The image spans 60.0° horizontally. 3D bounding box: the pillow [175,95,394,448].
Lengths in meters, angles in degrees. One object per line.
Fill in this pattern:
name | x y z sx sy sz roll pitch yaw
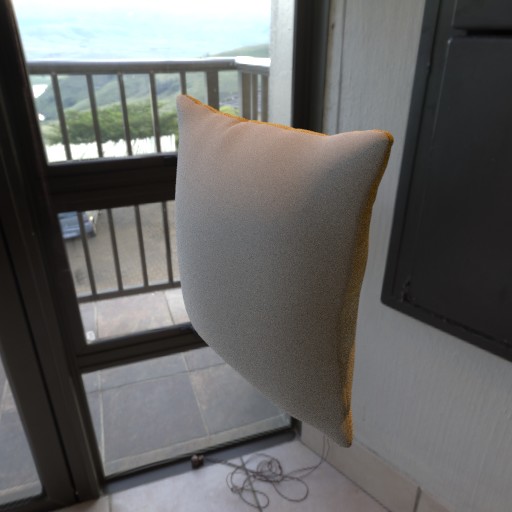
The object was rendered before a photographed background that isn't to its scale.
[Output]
pillow | 0.000 0.000 0.702 0.211 0.450 0.450 -19 32 -33
